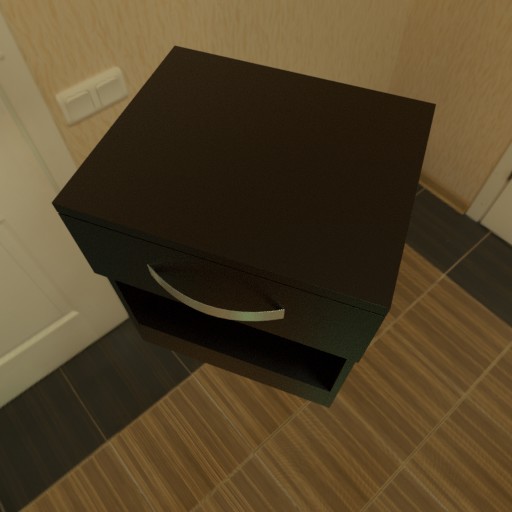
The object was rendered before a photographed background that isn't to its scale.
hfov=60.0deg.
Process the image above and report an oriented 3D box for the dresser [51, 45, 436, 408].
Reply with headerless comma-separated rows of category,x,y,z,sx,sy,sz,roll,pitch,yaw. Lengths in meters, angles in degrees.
dresser,0.000,0.000,0.759,0.400,0.470,0.360,17,59,11
